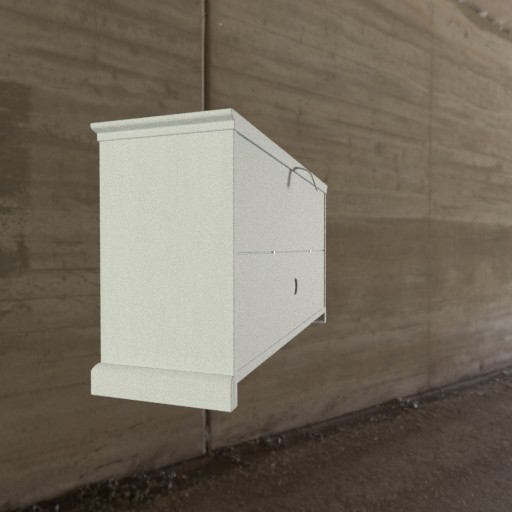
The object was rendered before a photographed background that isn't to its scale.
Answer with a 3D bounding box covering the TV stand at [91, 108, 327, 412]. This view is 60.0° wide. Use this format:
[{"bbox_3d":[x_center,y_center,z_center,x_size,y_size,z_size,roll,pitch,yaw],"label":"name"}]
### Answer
[{"bbox_3d":[0.000,0.000,1.513,0.424,0.624,1.187,0,1,18],"label":"TV stand"}]
